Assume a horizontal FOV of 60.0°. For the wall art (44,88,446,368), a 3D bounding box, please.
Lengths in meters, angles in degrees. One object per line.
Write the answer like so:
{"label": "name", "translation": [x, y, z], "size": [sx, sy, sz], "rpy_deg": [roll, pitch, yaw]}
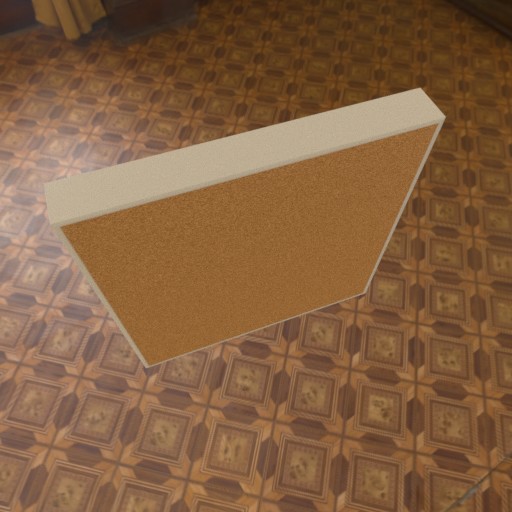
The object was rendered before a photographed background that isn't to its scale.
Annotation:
{"label": "wall art", "translation": [0.000, 0.000, 0.461], "size": [0.305, 0.304, 0.038], "rpy_deg": [-17, 60, -10]}
